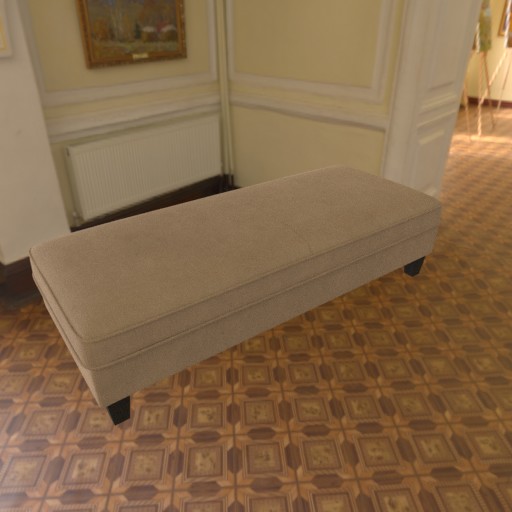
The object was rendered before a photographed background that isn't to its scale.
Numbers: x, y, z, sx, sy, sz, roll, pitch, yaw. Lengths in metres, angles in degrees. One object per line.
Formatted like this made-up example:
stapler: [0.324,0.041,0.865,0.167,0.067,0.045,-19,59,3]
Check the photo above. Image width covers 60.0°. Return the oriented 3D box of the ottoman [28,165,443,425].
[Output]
ottoman: [0.000,0.000,1.984,1.726,0.460,0.735,-20,35,-31]
